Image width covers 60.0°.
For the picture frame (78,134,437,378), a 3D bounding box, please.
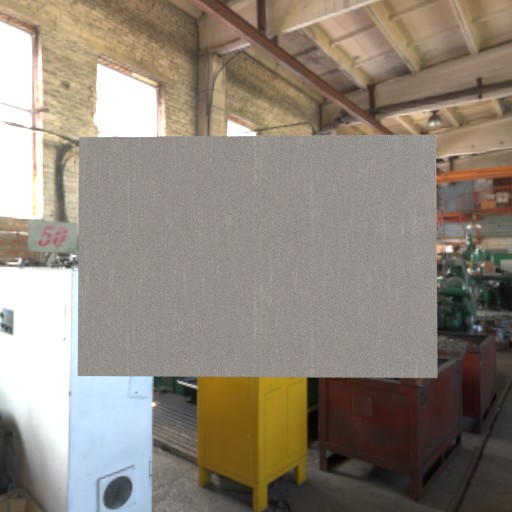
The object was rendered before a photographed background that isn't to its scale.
[{"bbox_3d":[0.000,0.000,1.190,0.950,0.640,0.029,0,-1,1],"label":"picture frame"}]
